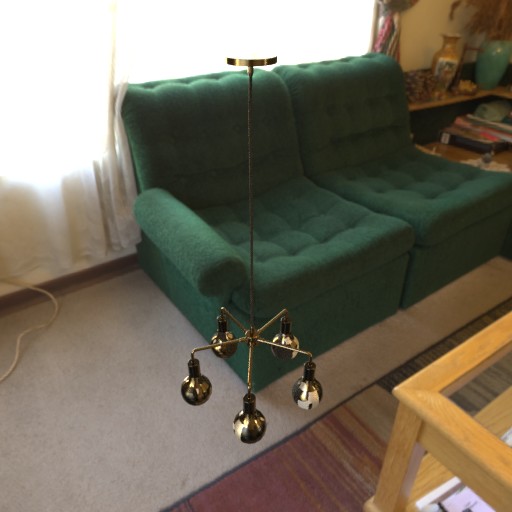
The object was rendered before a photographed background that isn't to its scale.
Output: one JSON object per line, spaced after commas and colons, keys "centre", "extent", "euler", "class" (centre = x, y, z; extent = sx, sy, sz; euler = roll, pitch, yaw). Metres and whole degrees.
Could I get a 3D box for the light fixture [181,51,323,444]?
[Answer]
{"centre": [0.000, 0.000, 1.183], "extent": [0.438, 0.988, 0.421], "euler": [23, 38, 32], "class": "light fixture"}
